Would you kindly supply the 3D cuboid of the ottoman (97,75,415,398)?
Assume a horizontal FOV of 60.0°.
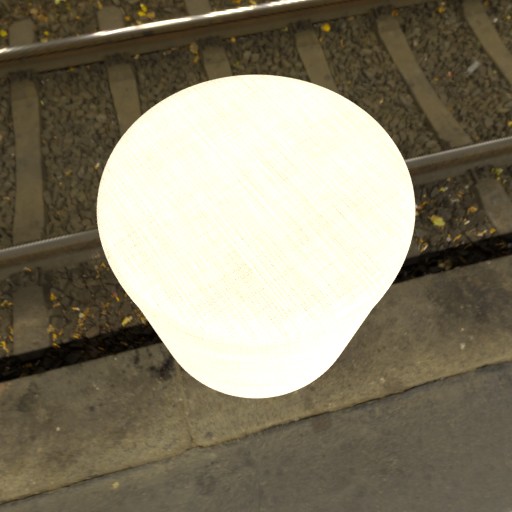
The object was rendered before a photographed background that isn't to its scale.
[{"bbox_3d":[0.000,0.000,0.727,0.400,0.406,0.400,0,64,0],"label":"ottoman"}]
